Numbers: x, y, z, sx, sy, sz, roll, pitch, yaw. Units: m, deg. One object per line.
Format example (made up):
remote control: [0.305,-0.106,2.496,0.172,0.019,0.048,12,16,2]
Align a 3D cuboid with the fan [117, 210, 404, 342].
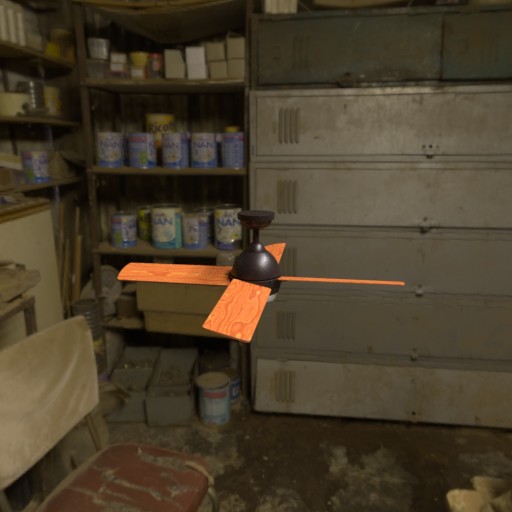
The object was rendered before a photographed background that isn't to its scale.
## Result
fan: [0.000,0.000,2.055,1.332,0.403,1.332,2,14,8]
